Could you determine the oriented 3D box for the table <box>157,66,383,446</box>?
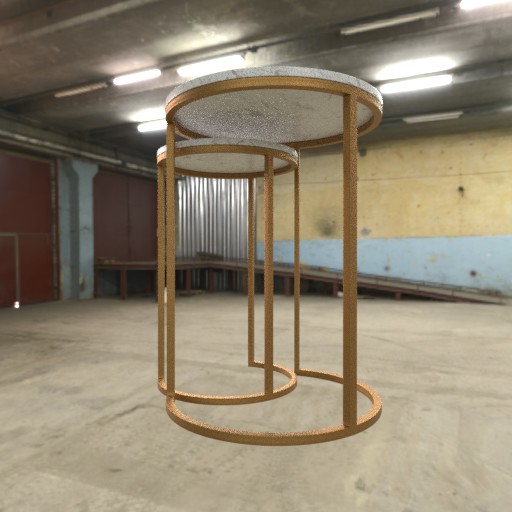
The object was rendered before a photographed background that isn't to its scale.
[{"bbox_3d":[0.000,0.000,0.884,0.400,0.550,0.507,0,0,-37],"label":"table"}]
